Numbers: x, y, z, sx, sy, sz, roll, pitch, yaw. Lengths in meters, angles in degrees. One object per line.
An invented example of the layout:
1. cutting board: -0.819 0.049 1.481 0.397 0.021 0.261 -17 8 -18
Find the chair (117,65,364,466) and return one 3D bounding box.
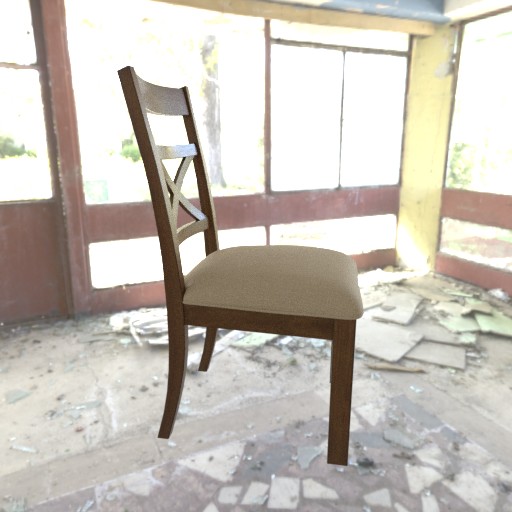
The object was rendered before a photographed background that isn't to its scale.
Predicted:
1. chair: 0.000 0.000 1.246 0.581 0.949 0.461 3 15 10
